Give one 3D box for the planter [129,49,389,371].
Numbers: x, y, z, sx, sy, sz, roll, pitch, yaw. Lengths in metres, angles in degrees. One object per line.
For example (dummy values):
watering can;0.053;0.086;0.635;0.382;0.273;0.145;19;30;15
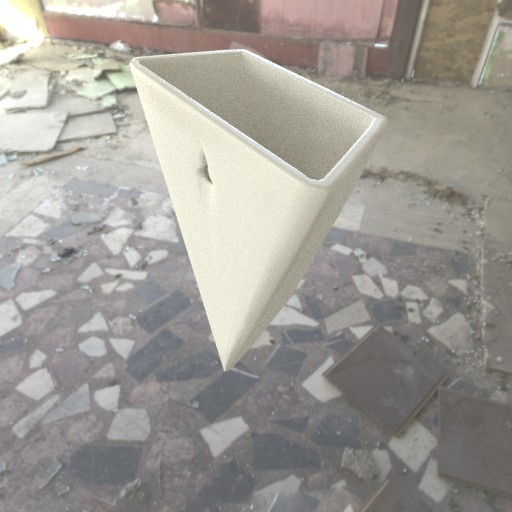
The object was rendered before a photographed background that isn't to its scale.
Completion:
planter;0.000;0.000;0.264;0.060;0.197;0.150;-26;49;-26
